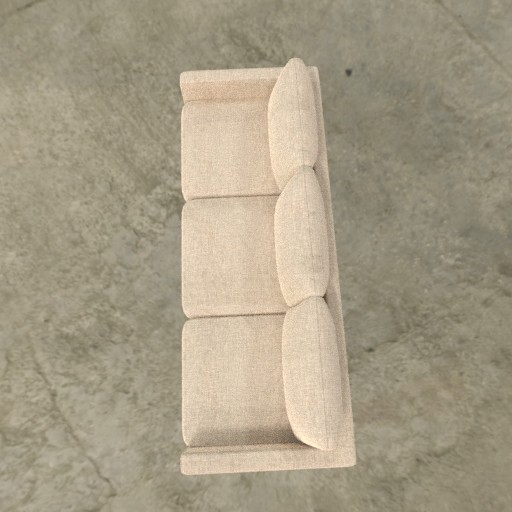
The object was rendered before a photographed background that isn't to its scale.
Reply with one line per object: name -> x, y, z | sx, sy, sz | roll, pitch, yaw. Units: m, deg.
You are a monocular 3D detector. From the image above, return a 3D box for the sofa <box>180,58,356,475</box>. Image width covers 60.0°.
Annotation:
sofa -> 0.000, 0.000, 2.579 | 0.859, 0.874, 2.218 | -3, 75, -1
